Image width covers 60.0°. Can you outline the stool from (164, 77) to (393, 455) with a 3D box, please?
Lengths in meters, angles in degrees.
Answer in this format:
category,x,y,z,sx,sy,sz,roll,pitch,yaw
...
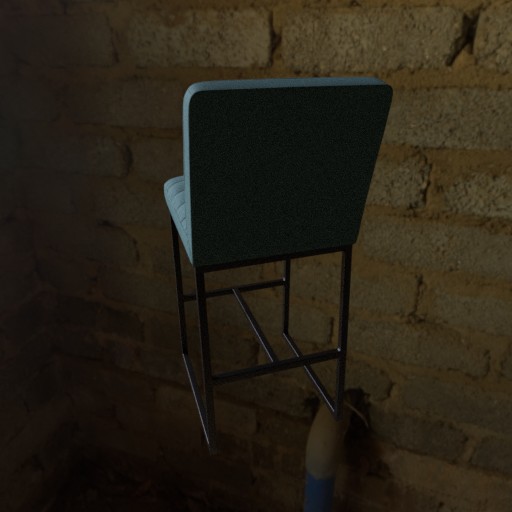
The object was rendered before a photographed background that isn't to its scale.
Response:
category,x,y,z,sx,sy,sz,roll,pitch,yaw
stool,0.000,0.000,1.349,0.460,1.040,0.560,-8,27,-16
